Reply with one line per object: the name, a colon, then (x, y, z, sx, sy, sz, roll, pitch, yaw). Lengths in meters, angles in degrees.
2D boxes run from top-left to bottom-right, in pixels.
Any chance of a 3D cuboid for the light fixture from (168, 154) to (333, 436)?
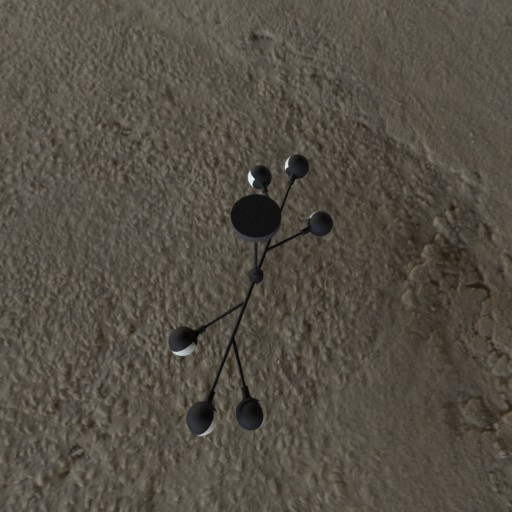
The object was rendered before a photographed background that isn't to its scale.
light fixture: (0.000, 0.000, 1.039, 0.434, 0.362, 0.778, 32, 68, 15)
